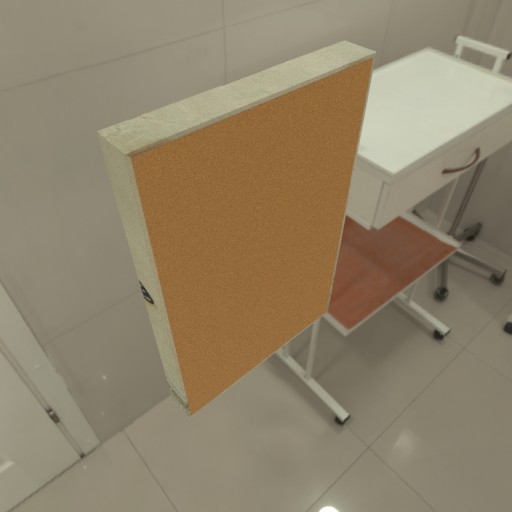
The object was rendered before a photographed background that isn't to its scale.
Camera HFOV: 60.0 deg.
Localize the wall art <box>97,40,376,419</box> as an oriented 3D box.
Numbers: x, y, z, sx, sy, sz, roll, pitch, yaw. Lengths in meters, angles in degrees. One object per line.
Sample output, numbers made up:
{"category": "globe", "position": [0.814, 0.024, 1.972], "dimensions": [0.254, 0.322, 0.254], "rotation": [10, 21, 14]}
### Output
{"category": "wall art", "position": [0.000, 0.000, 0.485], "dimensions": [0.254, 0.381, 0.038], "rotation": [-32, 53, -27]}
